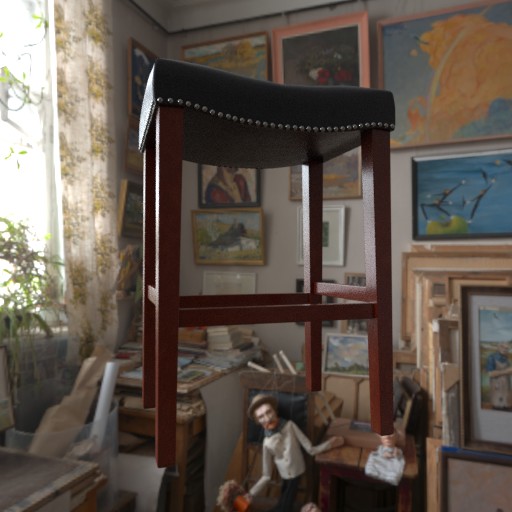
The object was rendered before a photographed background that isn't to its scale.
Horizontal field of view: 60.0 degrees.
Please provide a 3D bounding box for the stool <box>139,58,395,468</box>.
[{"bbox_3d":[0.000,0.000,1.016,0.504,0.742,0.372,0,-1,-18],"label":"stool"}]
